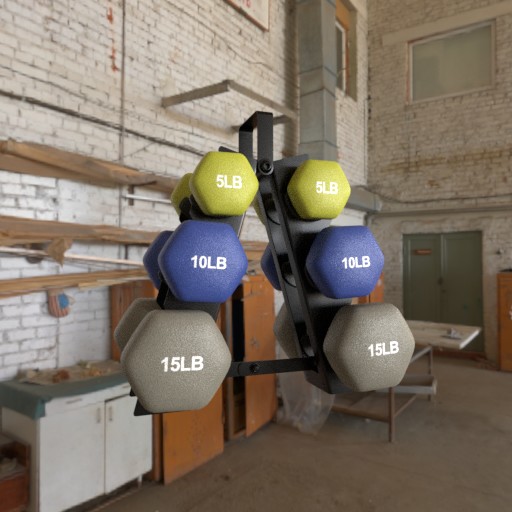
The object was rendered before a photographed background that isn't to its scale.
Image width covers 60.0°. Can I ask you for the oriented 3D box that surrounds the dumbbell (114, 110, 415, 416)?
[{"bbox_3d":[0.000,0.000,0.691,0.416,0.426,0.261,0,-1,-19],"label":"dumbbell"}]
